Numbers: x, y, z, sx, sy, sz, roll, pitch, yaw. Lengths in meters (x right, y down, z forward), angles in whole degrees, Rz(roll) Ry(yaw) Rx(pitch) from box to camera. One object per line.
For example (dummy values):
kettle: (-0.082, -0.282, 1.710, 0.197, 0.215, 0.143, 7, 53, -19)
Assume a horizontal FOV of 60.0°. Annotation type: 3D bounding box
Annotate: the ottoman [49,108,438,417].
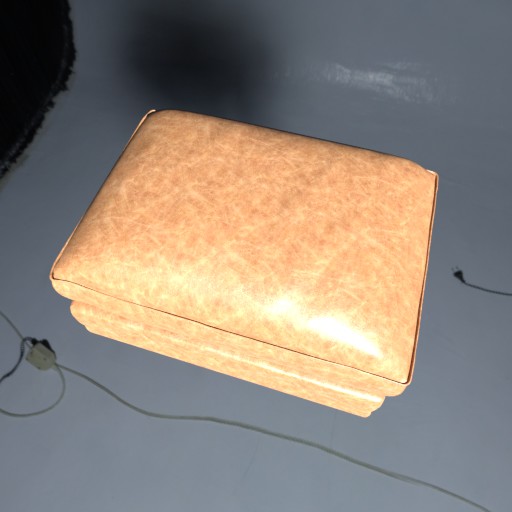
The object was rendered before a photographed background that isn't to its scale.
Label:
ottoman: (0.000, 0.000, 1.058, 0.710, 0.480, 0.533, 15, 61, 9)
